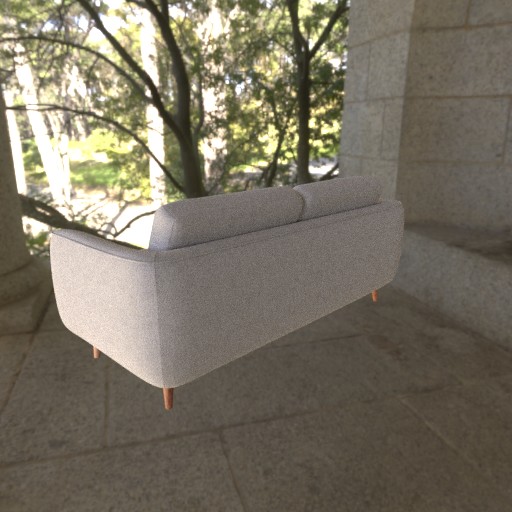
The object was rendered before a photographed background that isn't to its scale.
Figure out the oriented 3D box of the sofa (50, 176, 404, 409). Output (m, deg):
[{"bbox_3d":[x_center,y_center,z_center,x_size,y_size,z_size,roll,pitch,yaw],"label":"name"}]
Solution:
[{"bbox_3d":[0.000,0.000,2.515,0.920,0.850,2.000,15,21,42],"label":"sofa"}]
